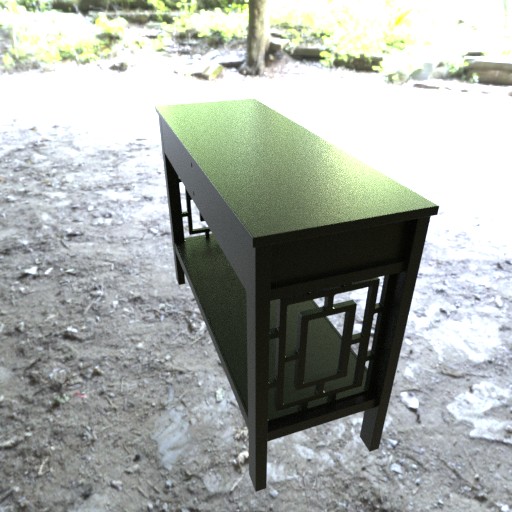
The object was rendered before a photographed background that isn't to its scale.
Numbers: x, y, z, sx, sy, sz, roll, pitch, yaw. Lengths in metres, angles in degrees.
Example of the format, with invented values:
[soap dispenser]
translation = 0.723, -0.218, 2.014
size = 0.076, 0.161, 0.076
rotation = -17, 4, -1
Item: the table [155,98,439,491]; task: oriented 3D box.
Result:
[table]
translation = 0.000, 0.000, 1.431
size = 0.397, 0.753, 1.068
rotation = -11, 33, -17
